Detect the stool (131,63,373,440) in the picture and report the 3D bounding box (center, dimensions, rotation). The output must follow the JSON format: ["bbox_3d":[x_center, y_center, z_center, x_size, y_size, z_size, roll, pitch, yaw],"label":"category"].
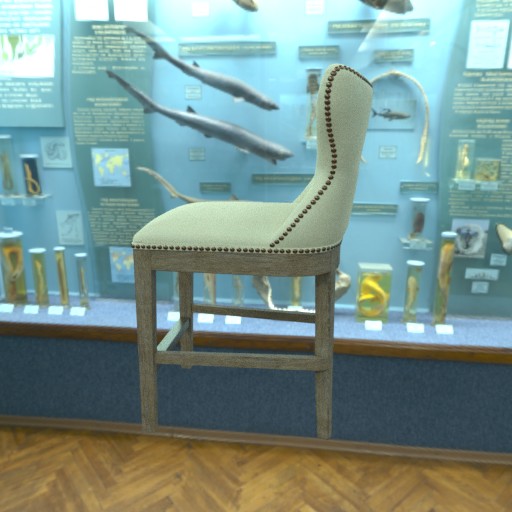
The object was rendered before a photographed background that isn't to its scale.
[{"bbox_3d":[0.000,0.000,1.306,0.608,0.981,0.498,2,15,8],"label":"stool"}]
